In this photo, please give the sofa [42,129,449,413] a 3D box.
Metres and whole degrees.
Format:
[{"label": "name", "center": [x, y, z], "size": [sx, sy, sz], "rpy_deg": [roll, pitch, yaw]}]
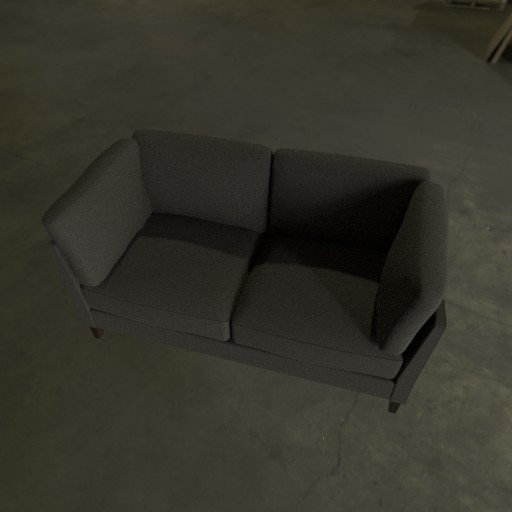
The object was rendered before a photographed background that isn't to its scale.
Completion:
[{"label": "sofa", "center": [0.000, 0.000, 2.310], "size": [1.751, 0.920, 0.969], "rpy_deg": [11, 42, 12]}]
